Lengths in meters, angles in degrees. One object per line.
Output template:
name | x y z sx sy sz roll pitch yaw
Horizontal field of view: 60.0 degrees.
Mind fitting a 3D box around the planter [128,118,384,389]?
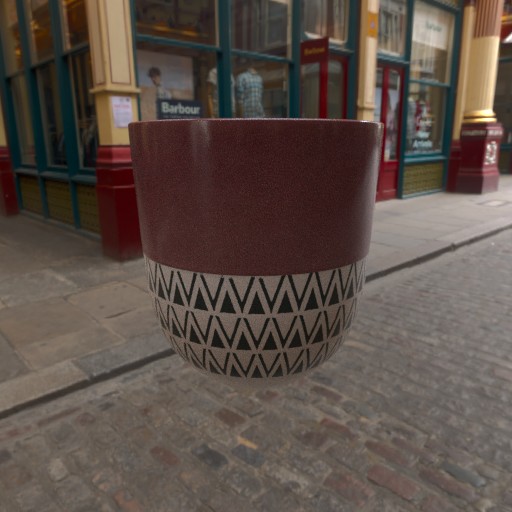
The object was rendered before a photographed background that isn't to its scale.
planter | 0.000 0.000 0.376 0.195 0.214 0.195 0 14 0
